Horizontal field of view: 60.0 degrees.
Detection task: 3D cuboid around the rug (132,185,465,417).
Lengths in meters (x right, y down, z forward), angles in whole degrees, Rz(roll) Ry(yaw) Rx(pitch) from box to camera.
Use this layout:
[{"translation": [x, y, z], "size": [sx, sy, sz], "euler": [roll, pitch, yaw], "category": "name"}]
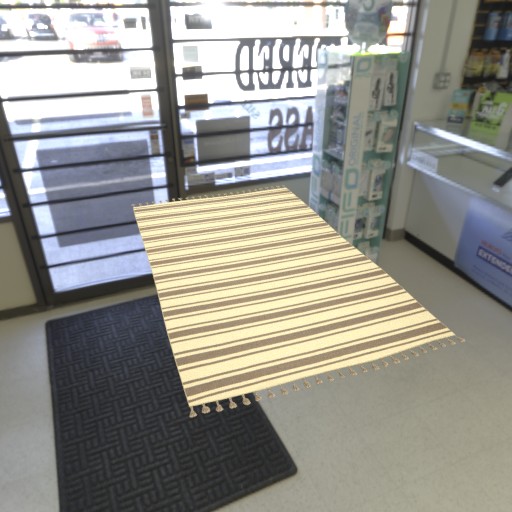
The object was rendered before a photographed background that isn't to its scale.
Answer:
[{"translation": [0.000, 0.000, 2.610], "size": [1.229, 0.011, 2.096], "euler": [-10, 31, -17], "category": "rug"}]
